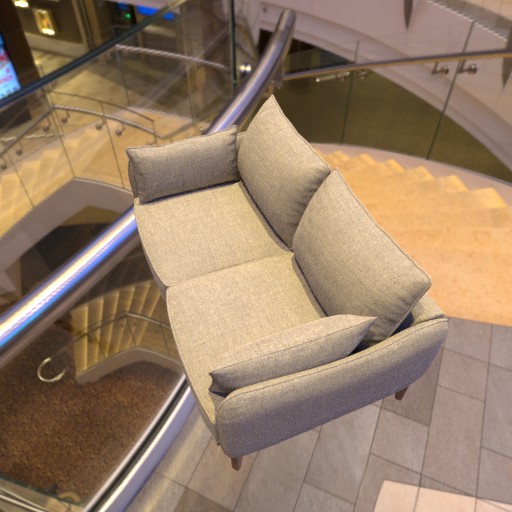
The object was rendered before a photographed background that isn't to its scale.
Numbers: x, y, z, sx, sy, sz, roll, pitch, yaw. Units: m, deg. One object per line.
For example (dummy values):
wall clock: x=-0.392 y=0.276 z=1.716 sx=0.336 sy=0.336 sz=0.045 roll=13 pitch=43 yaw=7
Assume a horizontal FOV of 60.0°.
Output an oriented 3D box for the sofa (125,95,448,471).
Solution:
sofa: x=0.000 y=0.000 z=2.125 sx=0.972 sy=0.851 sz=1.580 roll=-17 pitch=49 yaw=-15
